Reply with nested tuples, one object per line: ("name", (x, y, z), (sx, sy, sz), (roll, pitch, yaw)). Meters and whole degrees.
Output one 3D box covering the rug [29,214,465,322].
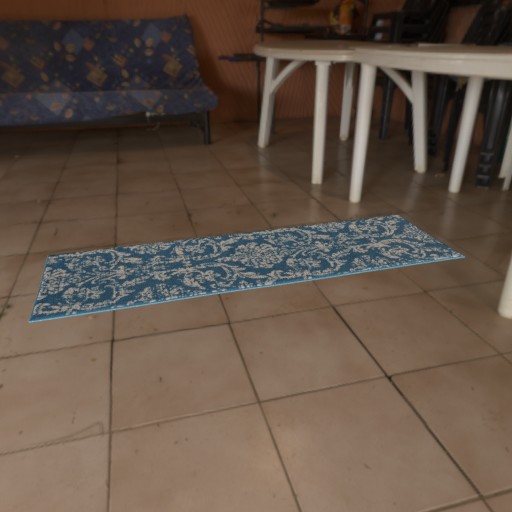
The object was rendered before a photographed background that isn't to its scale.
("rug", (0.000, 0.000, 2.431), (2.196, 0.011, 0.662), (-7, 27, -15))
